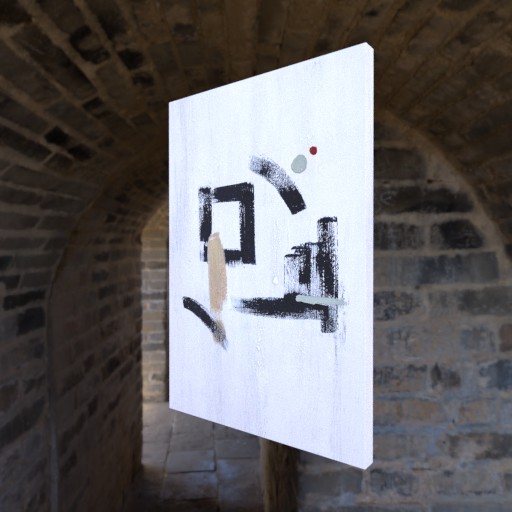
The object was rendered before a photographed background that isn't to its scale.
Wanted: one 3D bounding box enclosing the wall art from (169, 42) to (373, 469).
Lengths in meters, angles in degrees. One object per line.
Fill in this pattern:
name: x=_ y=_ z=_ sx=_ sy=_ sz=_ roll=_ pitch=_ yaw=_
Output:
wall art: x=0.000 y=0.000 z=1.154 sx=0.624 sy=0.914 sz=0.043 roll=0 pitch=0 yaw=38
